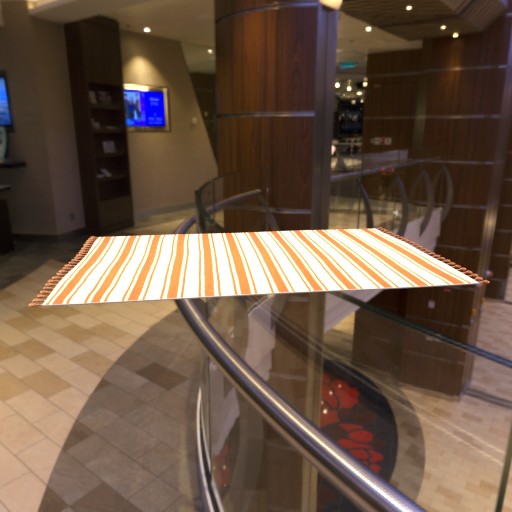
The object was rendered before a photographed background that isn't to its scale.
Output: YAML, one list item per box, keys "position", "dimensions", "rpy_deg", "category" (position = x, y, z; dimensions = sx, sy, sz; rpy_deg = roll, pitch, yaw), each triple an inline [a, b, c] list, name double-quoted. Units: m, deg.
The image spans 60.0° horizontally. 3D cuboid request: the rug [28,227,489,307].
- position: [0.000, 0.000, 2.546]
  dimensions: [2.092, 0.017, 1.232]
  rpy_deg: [-2, 16, -8]
  category: "rug"
